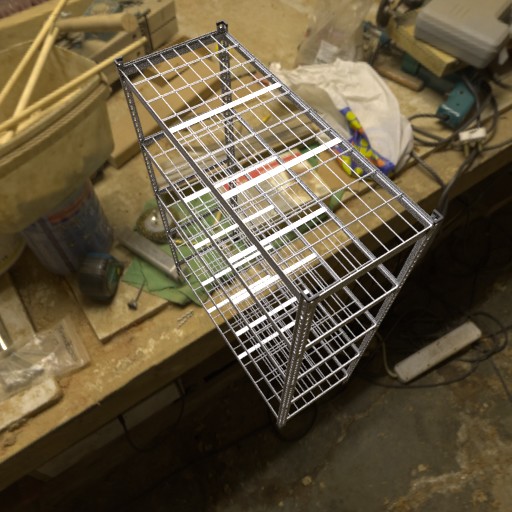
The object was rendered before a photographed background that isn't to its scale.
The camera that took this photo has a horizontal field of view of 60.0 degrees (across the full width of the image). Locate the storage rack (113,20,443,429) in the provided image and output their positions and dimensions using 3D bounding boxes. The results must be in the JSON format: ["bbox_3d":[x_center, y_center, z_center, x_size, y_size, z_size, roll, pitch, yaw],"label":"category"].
[{"bbox_3d":[0.000,0.000,2.670,0.610,1.981,1.524,-29,62,-17],"label":"storage rack"}]
